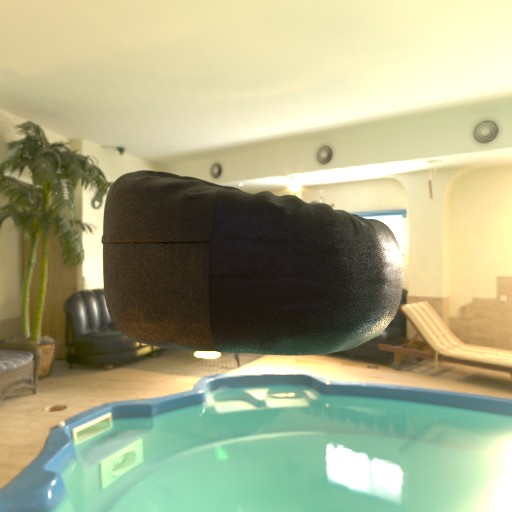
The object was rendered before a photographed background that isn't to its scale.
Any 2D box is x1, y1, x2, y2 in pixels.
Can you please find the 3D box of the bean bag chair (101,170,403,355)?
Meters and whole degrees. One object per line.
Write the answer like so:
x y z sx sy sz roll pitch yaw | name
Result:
0.000 0.000 2.416 1.524 0.878 1.524 0 1 18 | bean bag chair
